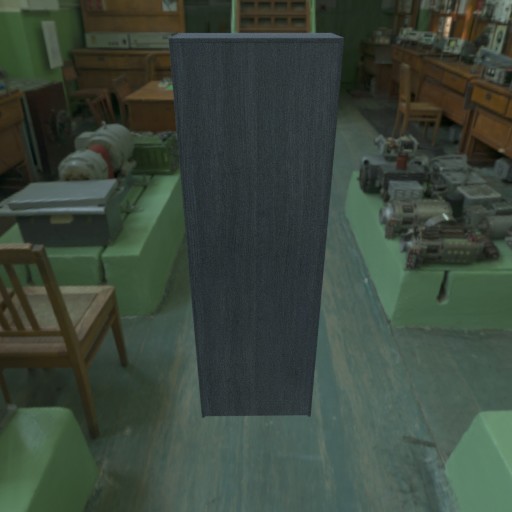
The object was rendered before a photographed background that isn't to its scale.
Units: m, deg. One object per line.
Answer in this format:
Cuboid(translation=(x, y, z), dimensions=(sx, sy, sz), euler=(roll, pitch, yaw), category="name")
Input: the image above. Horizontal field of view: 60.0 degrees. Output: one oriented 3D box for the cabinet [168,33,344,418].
Cuboid(translation=(0.000, 0.000, 1.824), dimensions=(0.520, 1.630, 0.255), euler=(0, 30, -1), category="cabinet")
